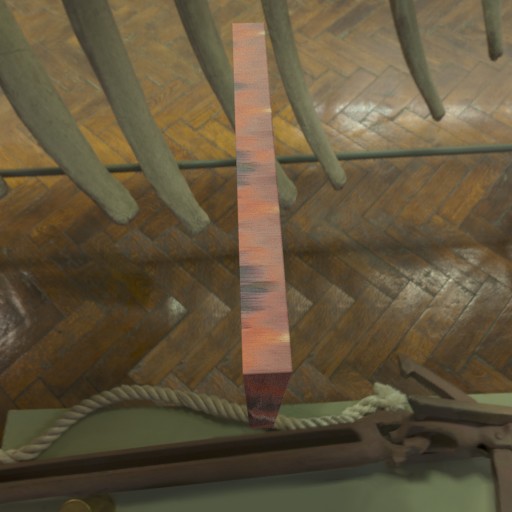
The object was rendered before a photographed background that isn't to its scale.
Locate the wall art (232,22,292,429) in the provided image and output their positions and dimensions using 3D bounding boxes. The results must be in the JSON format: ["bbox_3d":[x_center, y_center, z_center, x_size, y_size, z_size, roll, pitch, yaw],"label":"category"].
[{"bbox_3d":[0.000,0.000,0.606,0.038,0.406,0.403,-2,63,-1],"label":"wall art"}]
